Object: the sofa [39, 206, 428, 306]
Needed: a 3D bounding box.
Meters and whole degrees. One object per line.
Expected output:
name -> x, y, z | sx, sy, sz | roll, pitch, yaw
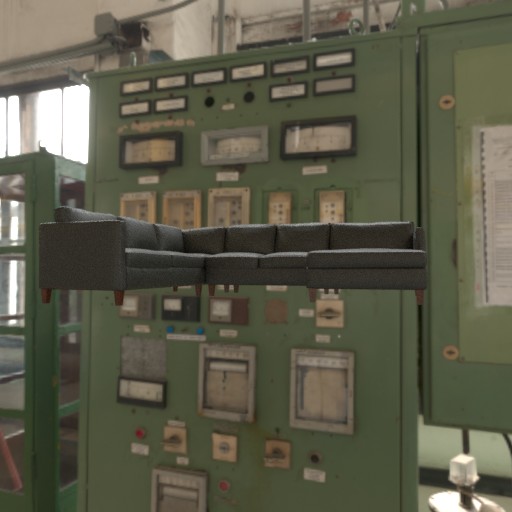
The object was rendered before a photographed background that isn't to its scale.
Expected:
sofa -> 0.000, 0.000, 4.762 | 3.460, 0.923, 2.593 | -1, -2, 19
